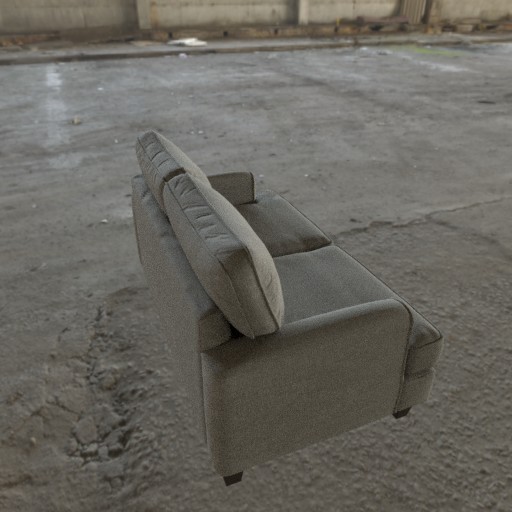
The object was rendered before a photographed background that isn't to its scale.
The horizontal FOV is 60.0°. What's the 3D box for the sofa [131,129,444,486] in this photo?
[{"bbox_3d":[0.000,0.000,2.165,0.965,0.965,1.651,-12,32,-19],"label":"sofa"}]
